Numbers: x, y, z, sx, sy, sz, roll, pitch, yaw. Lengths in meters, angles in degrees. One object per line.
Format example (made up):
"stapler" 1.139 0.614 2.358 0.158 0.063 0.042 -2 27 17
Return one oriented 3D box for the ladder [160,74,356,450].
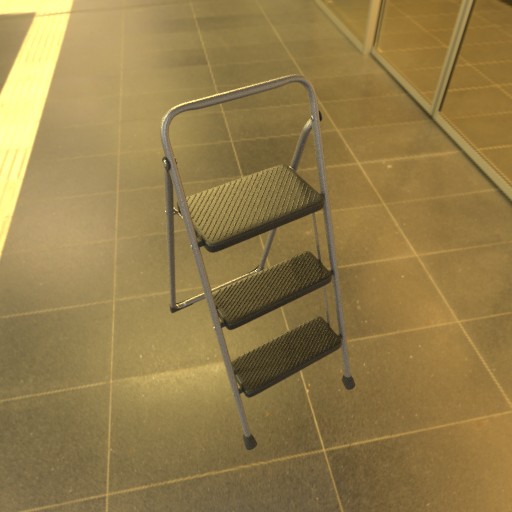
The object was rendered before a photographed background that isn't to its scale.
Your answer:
"ladder" 0.000 0.000 1.289 0.430 0.945 0.629 -23 50 -21
